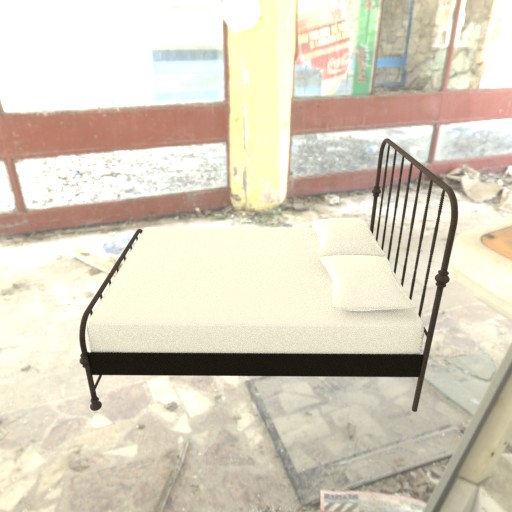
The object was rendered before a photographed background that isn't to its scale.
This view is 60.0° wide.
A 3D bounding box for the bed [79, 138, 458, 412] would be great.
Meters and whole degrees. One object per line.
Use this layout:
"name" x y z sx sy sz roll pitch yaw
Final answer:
"bed" 0.000 0.000 3.238 2.134 1.446 1.616 0 26 0
